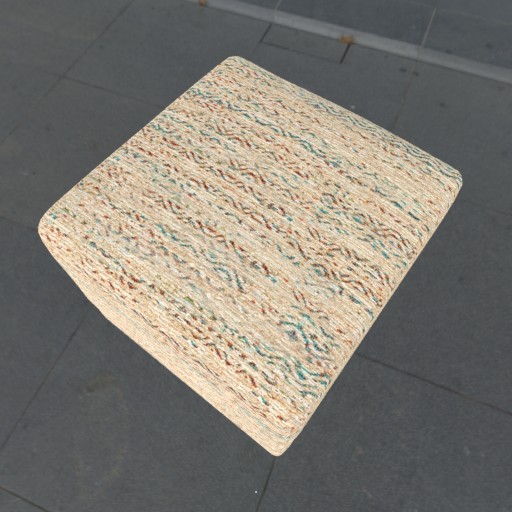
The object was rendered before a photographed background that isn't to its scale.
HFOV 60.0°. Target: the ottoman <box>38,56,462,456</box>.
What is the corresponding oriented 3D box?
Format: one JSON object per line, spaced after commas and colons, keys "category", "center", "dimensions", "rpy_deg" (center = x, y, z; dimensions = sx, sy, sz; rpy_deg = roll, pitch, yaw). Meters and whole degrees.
{"category": "ottoman", "center": [0.000, 0.000, 0.881], "dimensions": [0.512, 0.453, 0.521], "rpy_deg": [34, 67, 17]}
